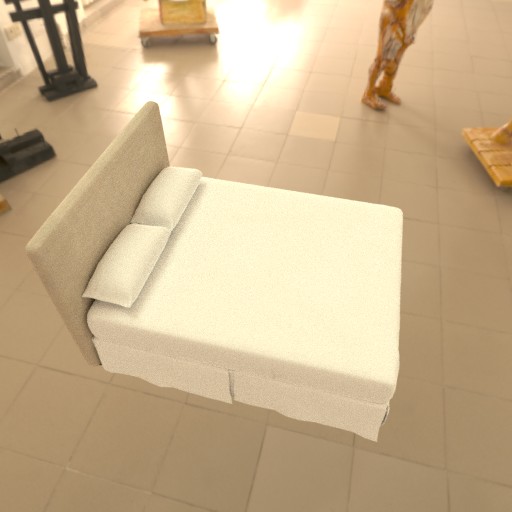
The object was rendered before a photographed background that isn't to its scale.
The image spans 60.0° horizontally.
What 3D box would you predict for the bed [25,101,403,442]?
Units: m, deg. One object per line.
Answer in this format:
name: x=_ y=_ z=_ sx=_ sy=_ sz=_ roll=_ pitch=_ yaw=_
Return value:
bed: x=0.000 y=0.000 z=3.186 sx=2.162 sy=1.330 sz=1.713 roll=10 pitch=48 yaw=9
